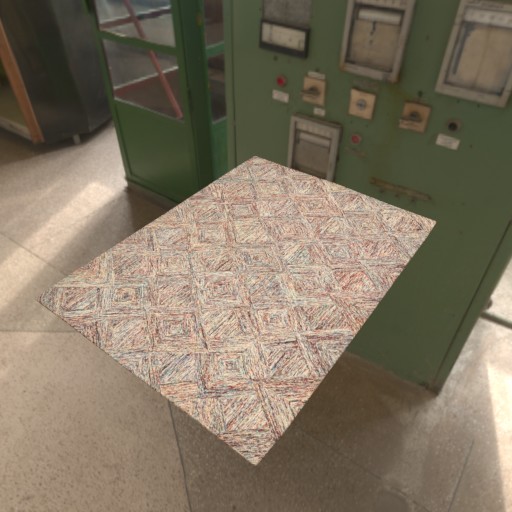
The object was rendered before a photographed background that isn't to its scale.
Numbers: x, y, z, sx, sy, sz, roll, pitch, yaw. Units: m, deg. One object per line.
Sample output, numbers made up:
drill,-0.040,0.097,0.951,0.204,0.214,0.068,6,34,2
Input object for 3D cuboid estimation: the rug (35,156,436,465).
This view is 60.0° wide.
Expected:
rug,0.000,0.000,4.290,2.436,0.024,3.226,26,47,27
